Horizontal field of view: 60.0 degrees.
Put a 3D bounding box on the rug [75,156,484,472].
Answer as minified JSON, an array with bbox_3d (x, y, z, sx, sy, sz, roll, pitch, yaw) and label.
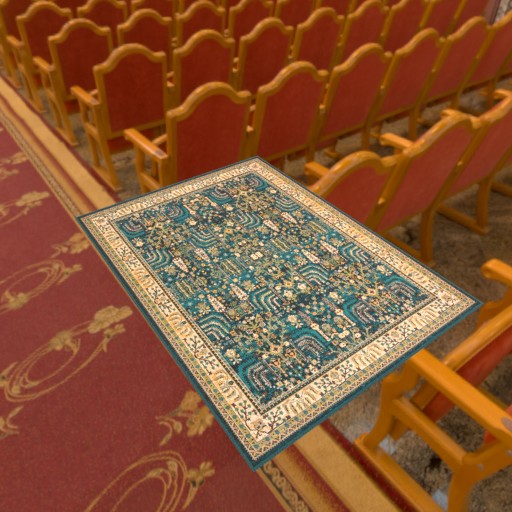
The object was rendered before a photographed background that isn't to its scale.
[{"bbox_3d":[0.000,0.000,3.932,2.226,0.015,3.044,-25,46,-27],"label":"rug"}]
